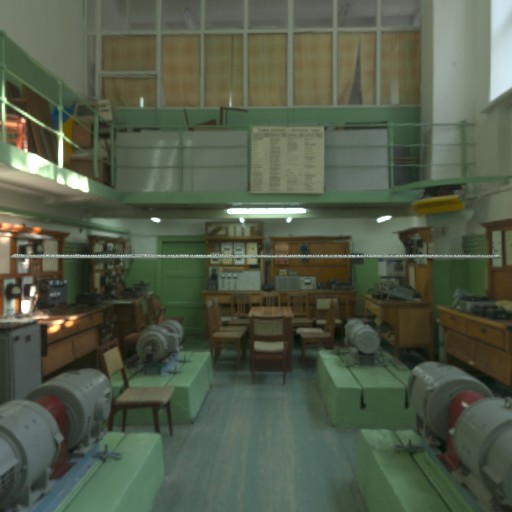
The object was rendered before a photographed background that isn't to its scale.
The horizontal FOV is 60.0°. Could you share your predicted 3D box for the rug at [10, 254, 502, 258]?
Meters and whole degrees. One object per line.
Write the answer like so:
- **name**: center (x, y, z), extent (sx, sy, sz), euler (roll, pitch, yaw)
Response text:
- **rug**: center (0.000, 0.000, 3.950), extent (3.052, 0.030, 2.429), euler (0, 0, 0)
